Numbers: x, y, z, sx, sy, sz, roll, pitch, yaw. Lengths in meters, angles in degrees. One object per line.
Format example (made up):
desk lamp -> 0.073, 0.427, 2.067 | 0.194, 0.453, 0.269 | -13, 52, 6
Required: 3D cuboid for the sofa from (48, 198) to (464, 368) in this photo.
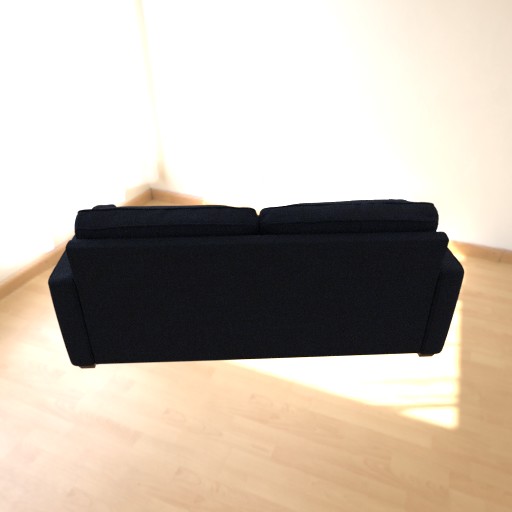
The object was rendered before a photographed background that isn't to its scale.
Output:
sofa -> 0.000, 0.000, 2.608 | 2.080, 0.919, 0.940 | -1, 31, -2
